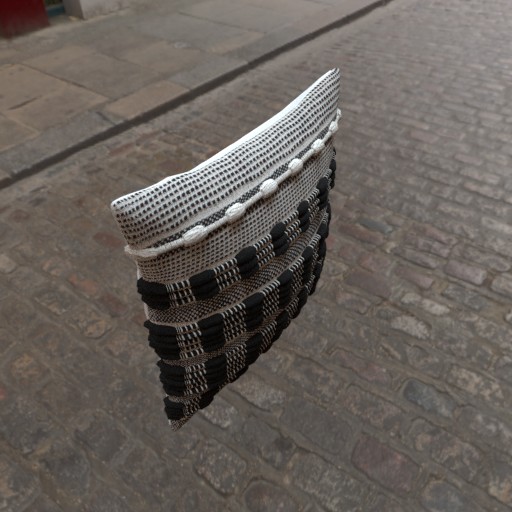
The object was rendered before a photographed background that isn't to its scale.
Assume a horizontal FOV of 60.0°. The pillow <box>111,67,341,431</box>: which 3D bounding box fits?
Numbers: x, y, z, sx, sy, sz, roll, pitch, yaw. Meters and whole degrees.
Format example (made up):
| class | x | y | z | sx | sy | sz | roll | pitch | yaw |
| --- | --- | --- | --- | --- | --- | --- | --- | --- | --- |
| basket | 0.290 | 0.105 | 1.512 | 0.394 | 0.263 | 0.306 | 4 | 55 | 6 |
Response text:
| class | x | y | z | sx | sy | sz | roll | pitch | yaw |
| --- | --- | --- | --- | --- | --- | --- | --- | --- | --- |
| pillow | 0.000 | 0.000 | 0.676 | 0.156 | 0.438 | 0.436 | 26 | 48 | 26 |
